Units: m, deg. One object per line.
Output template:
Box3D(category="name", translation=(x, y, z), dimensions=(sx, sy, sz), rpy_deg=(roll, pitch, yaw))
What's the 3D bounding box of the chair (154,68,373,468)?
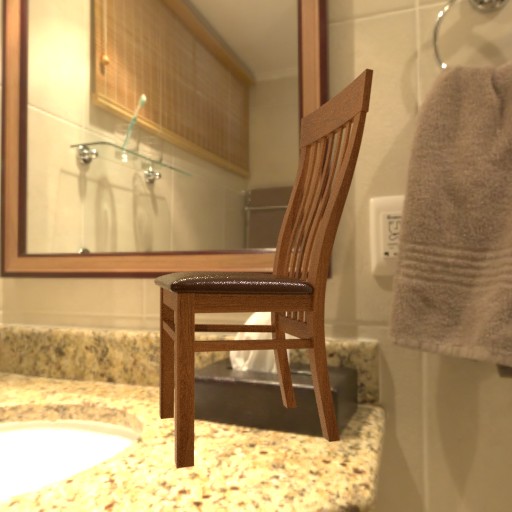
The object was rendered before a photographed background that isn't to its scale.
Box3D(category="chair", translation=(0.000, 0.000, 1.371), dimensions=(0.580, 1.050, 0.450), rpy_deg=(0, -1, -18))
